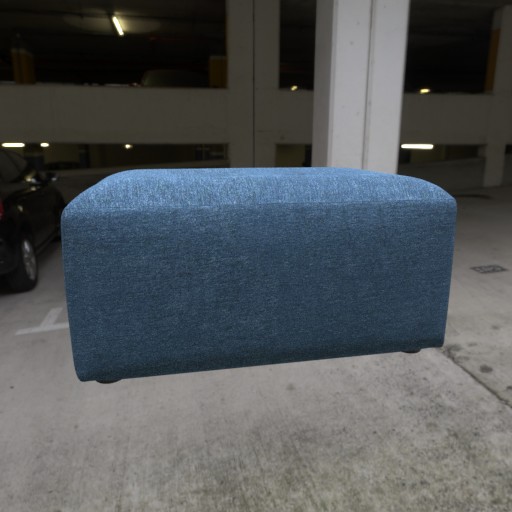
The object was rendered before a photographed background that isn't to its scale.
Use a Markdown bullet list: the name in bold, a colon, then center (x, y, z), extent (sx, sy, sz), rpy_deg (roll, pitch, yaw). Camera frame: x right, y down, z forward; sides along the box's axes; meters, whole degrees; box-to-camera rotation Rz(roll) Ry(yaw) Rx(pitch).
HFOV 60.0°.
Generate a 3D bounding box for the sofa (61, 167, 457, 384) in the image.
- **sofa**: center (0.000, 0.000, 1.249), extent (0.930, 0.470, 0.480), rpy_deg (-3, 15, -11)
